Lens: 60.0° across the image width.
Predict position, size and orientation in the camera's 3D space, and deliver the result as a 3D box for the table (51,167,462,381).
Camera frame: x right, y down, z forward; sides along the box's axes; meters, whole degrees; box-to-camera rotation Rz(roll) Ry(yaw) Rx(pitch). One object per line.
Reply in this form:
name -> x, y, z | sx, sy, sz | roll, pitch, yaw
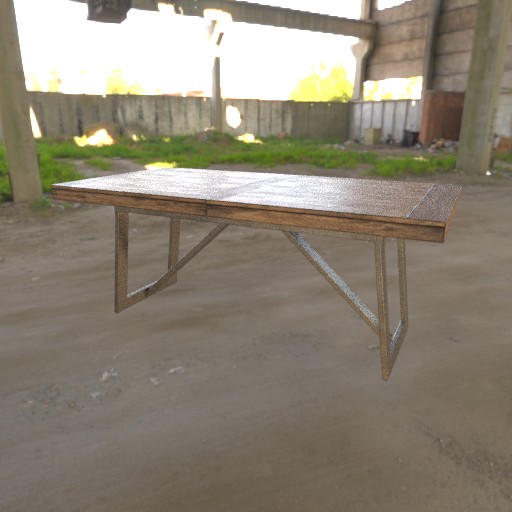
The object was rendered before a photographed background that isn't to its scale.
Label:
table -> 0.000, 0.000, 2.364 | 1.867, 0.757, 0.931 | 9, 19, 25
